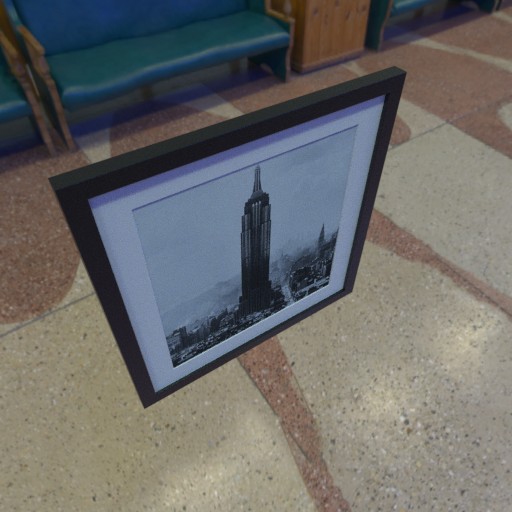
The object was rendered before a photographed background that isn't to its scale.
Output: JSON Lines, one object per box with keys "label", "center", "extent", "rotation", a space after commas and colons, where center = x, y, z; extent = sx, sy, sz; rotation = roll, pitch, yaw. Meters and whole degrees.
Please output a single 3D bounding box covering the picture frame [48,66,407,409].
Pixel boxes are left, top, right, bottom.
{"label": "picture frame", "center": [0.000, 0.000, 0.813], "extent": [0.559, 0.557, 0.029], "rotation": [-25, 51, -22]}
